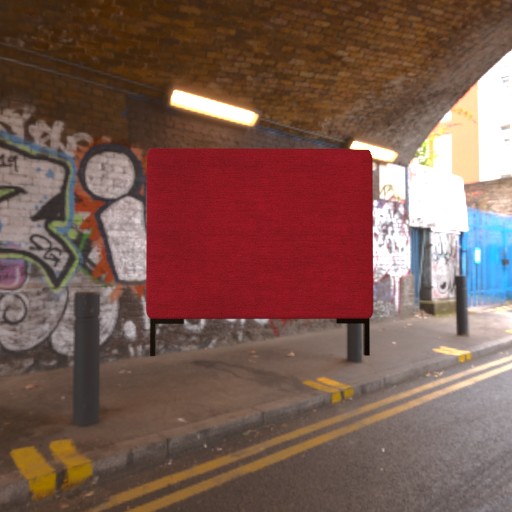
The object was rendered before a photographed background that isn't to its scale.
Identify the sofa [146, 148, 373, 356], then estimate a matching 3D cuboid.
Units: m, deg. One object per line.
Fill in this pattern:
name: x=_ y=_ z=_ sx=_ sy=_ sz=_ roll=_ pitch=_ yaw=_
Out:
sofa: x=0.000 y=0.000 z=2.303 sx=0.686 sy=0.635 sz=1.981 roll=0 pitch=-1 yaw=-1
